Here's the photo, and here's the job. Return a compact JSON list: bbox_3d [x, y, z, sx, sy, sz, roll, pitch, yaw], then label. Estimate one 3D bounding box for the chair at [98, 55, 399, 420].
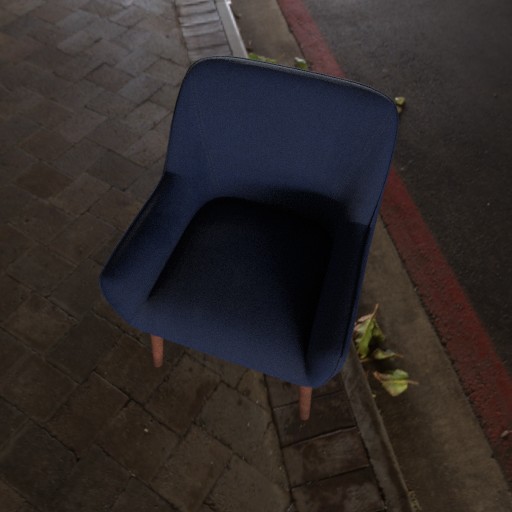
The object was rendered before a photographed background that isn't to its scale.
[{"bbox_3d":[0.000,0.000,1.256,0.600,0.820,0.600,17,59,10],"label":"chair"}]
